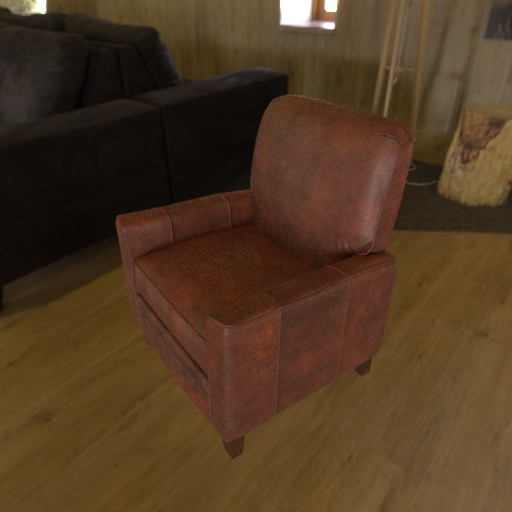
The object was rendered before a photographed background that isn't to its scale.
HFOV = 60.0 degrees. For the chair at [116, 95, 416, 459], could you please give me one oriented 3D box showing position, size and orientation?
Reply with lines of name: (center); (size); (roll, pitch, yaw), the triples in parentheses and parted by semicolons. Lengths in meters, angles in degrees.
chair: (0.000, 0.000, 1.717); (0.836, 1.043, 0.843); (-20, 37, -30)
